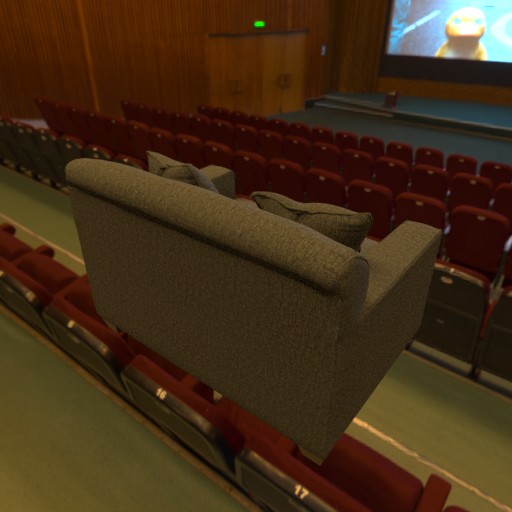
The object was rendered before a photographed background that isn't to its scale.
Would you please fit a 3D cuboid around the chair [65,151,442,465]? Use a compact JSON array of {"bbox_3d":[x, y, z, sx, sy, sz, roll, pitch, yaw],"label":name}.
[{"bbox_3d":[0.000,0.000,2.078,1.383,0.948,1.000,22,37,32],"label":"chair"}]
